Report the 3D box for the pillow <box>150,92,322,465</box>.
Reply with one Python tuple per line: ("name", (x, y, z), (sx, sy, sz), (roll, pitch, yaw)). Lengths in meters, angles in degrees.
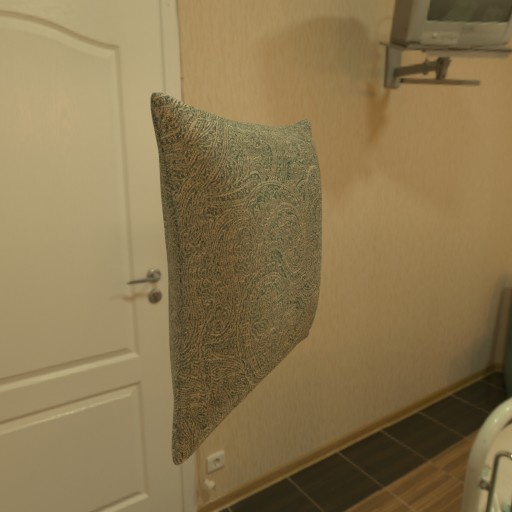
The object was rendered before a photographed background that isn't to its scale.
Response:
("pillow", (0.000, 0.000, 0.803), (0.166, 0.507, 0.526), (7, 15, 26))
